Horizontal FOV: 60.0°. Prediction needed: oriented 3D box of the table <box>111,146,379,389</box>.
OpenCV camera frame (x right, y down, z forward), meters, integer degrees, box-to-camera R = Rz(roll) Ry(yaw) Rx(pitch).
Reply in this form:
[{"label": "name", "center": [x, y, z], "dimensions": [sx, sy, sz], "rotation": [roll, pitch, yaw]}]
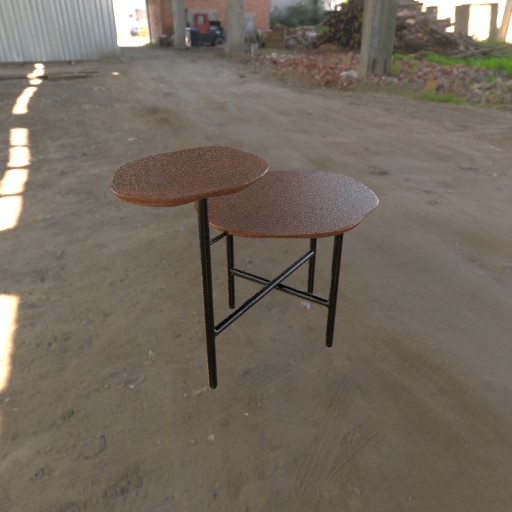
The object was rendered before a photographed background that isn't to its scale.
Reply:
[{"label": "table", "center": [0.000, 0.000, 1.077], "dimensions": [0.442, 0.538, 0.759], "rotation": [18, 32, 30]}]
